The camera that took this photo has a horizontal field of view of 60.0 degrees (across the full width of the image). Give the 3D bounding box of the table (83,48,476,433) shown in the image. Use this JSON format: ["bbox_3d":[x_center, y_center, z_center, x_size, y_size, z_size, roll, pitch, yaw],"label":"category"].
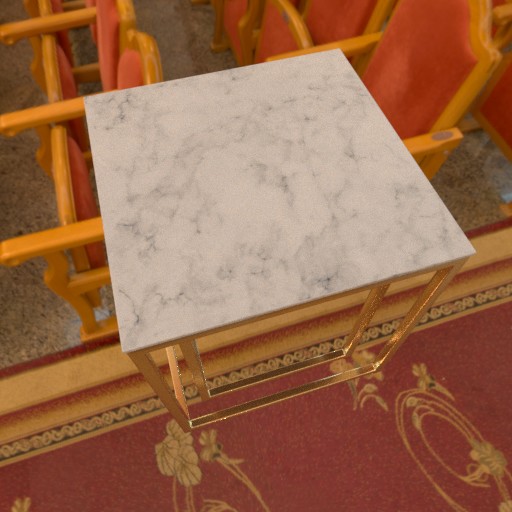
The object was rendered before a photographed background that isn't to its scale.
[{"bbox_3d":[0.000,0.000,0.854,0.450,0.500,0.450,-15,59,-9],"label":"table"}]
